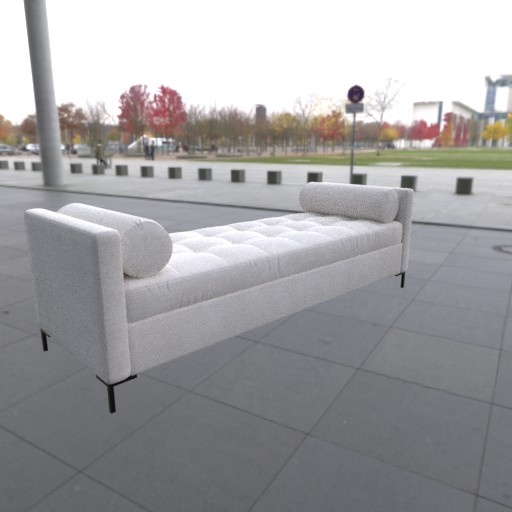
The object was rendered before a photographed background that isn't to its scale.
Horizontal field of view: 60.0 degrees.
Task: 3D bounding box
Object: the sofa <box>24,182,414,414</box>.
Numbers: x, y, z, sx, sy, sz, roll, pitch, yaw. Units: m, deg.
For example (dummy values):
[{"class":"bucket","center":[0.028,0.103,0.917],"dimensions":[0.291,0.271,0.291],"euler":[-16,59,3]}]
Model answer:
[{"class":"sofa","center":[0.000,0.000,2.299],"dimensions":[1.981,0.635,0.686],"euler":[-13,19,-42]}]
